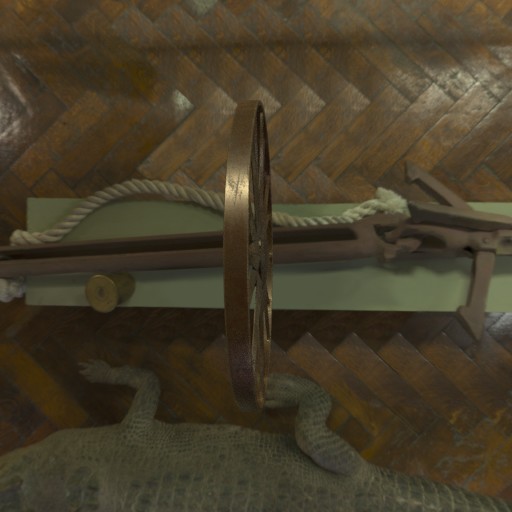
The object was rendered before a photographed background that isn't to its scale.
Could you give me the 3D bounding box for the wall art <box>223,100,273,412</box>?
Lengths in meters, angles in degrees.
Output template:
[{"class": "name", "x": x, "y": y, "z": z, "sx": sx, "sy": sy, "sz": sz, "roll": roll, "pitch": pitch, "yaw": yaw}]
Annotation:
[{"class": "wall art", "x": 0.000, "y": 0.000, "z": 0.877, "sx": 0.084, "sy": 0.583, "sz": 0.582, "roll": 0, "pitch": 89, "yaw": 0}]
